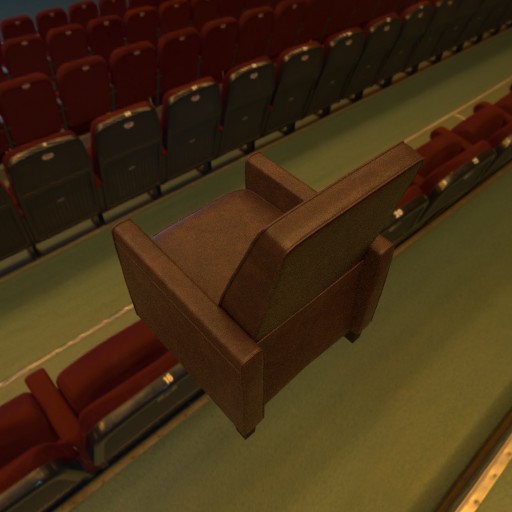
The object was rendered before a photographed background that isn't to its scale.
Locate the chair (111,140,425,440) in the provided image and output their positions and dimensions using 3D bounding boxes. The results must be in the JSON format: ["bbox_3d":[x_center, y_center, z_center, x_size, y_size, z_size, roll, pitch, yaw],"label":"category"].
[{"bbox_3d":[0.000,0.000,1.547,0.705,1.013,0.746,-33,55,-27],"label":"chair"}]
